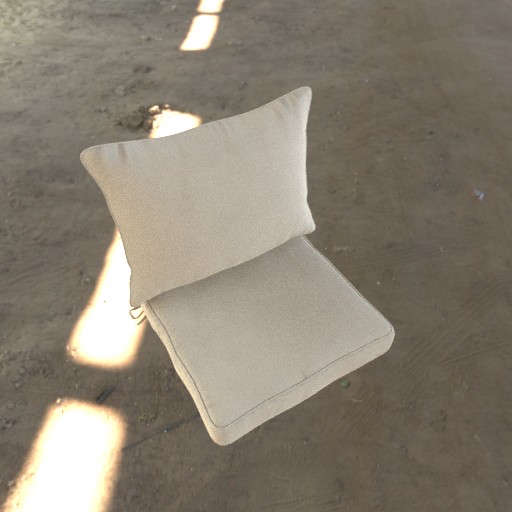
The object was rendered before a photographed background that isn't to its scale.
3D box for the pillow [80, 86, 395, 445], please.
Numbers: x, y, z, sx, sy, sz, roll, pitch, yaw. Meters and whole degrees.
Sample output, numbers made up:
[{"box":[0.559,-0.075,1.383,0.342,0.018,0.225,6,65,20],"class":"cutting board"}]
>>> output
[{"box":[0.000,0.000,1.407,0.798,0.716,0.733,-23,50,-21],"class":"pillow"}]
